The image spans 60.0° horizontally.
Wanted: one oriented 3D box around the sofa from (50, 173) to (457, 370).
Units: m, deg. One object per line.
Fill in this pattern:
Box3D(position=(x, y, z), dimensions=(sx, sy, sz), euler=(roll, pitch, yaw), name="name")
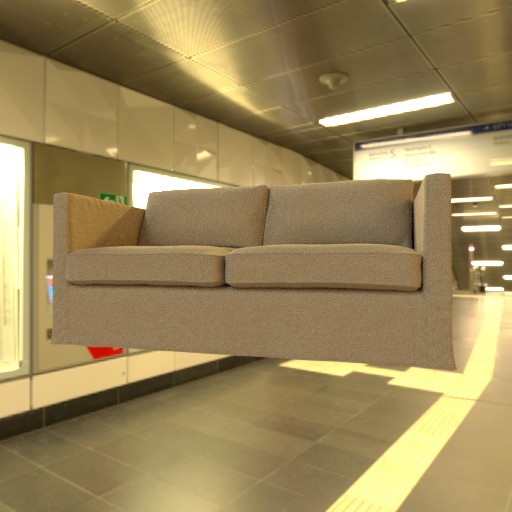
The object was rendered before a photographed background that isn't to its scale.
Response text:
Box3D(position=(0.000, 0.000, 2.254), dimensions=(1.766, 0.828, 0.956), euler=(0, -1, 17), name="sofa")
